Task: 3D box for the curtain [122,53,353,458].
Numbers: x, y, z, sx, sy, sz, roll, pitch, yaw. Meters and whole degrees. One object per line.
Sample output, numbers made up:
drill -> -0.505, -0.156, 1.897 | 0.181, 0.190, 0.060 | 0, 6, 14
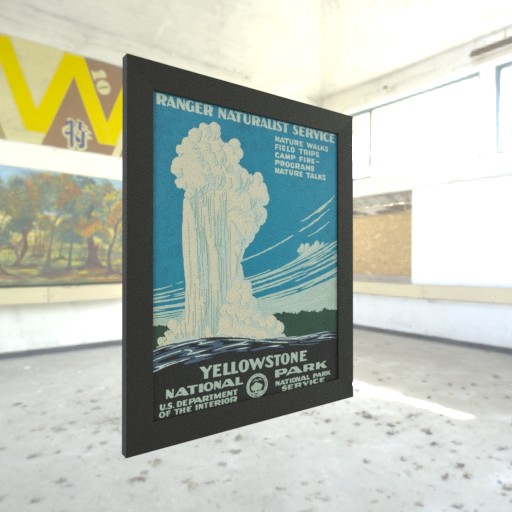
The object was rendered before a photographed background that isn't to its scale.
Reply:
curtain -> 0.000, 0.000, 0.793 | 0.483, 0.585, 0.027 | 0, 0, -36
